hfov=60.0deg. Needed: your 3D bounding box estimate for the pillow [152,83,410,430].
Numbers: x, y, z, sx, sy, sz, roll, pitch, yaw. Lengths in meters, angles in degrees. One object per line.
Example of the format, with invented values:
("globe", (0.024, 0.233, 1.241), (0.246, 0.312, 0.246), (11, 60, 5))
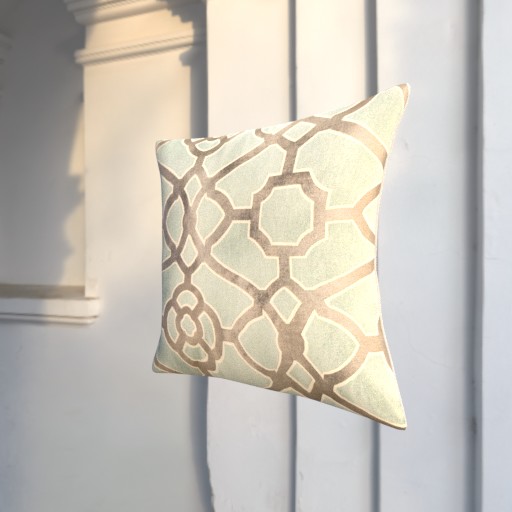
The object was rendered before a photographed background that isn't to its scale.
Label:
("pillow", (0.000, 0.000, 0.809), (0.552, 0.508, 0.166), (0, 0, 36))
